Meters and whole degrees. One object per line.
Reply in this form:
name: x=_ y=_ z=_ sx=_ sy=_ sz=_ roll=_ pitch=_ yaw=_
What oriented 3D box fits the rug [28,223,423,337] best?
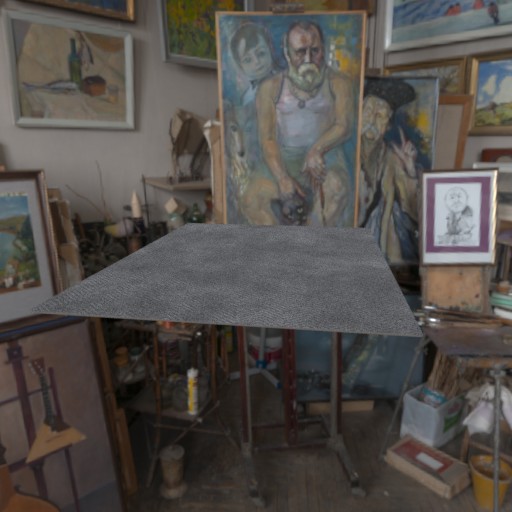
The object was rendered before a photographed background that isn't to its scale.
rug: x=0.000 y=0.000 z=2.820 sx=1.600 sy=0.008 sz=2.235 roll=2 pitch=14 yaw=9
